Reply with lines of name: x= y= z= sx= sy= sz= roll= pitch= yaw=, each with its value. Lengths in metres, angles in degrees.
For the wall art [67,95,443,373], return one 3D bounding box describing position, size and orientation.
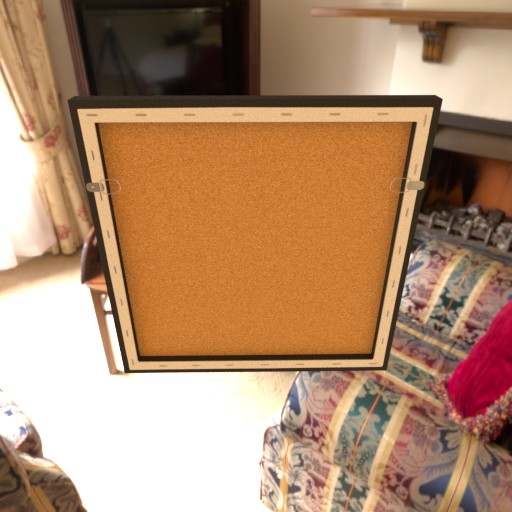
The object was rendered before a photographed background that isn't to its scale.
wall art: x=0.000 y=0.000 z=1.105 sx=0.758 sy=0.758 sz=0.044 roll=0 pitch=31 yaw=-1
